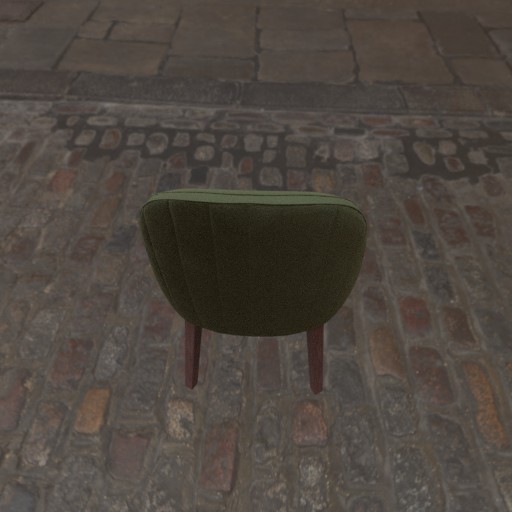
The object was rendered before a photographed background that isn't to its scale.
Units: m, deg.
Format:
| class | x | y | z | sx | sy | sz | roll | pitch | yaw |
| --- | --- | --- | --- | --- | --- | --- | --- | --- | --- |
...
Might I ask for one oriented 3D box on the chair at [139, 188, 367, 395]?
| class | x | y | z | sx | sy | sz | roll | pitch | yaw |
| --- | --- | --- | --- | --- | --- | --- | --- | --- | --- |
| chair | 0.000 | 0.000 | 1.304 | 0.643 | 0.889 | 0.575 | 2 | 47 | 2 |
